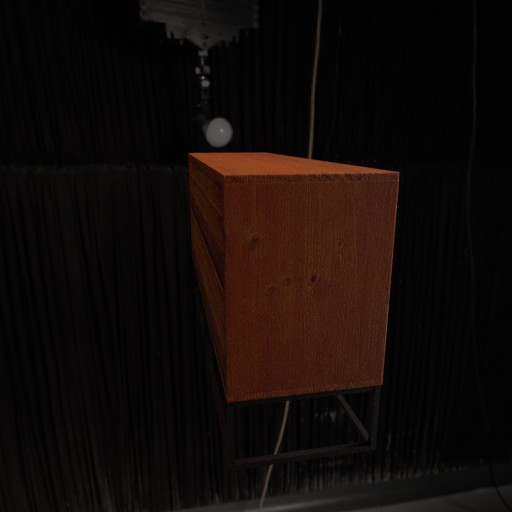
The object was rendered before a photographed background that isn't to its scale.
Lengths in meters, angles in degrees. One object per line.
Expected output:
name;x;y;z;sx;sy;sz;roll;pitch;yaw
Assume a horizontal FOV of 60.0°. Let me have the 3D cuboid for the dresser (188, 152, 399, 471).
dresser;0.000;0.000;1.893;0.464;0.810;1.536;-3;15;-11
